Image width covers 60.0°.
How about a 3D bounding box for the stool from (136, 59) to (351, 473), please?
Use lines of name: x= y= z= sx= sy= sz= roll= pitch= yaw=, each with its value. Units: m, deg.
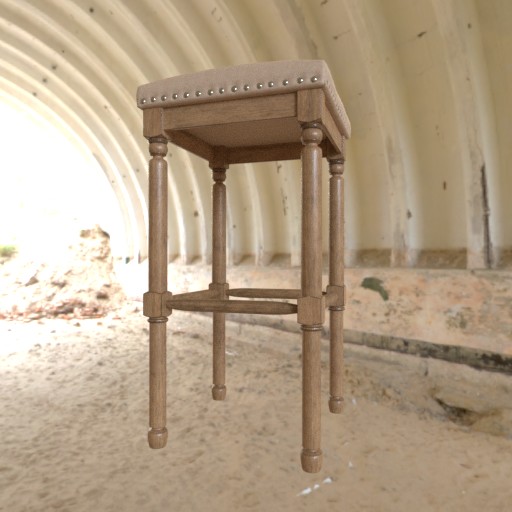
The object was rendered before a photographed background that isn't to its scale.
stool: x=0.000 y=0.000 z=0.997 sx=0.383 sy=0.768 sz=0.382 roll=0 pitch=0 yaw=18
